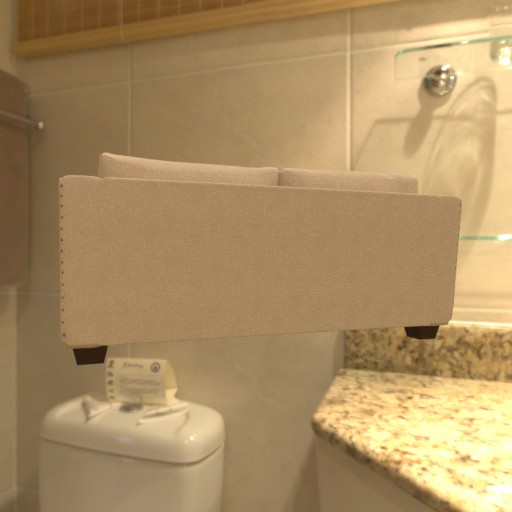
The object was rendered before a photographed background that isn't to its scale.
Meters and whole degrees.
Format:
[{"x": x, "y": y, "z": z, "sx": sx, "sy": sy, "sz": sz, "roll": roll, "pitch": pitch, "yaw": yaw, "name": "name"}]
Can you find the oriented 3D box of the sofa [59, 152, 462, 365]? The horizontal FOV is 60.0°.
[{"x": 0.000, "y": 0.000, "z": 2.697, "sx": 2.107, "sy": 0.983, "sz": 1.104, "roll": 0, "pitch": 0, "yaw": -19, "name": "sofa"}]
